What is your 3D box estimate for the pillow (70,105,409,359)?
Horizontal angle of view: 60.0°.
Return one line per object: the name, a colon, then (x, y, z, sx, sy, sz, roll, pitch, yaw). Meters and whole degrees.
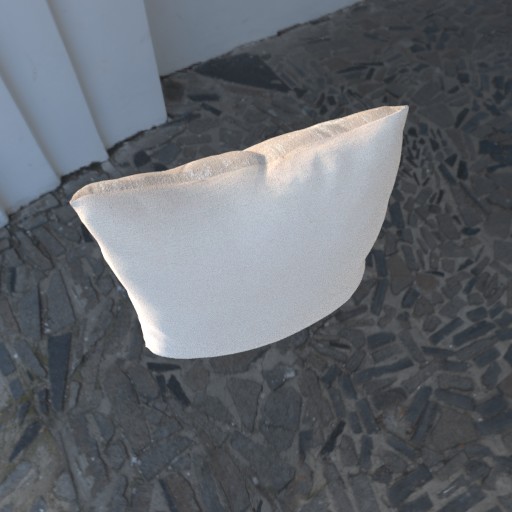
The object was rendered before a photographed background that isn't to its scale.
pillow: (0.000, 0.000, 0.716, 0.450, 0.448, 0.245, -17, 58, -11)
